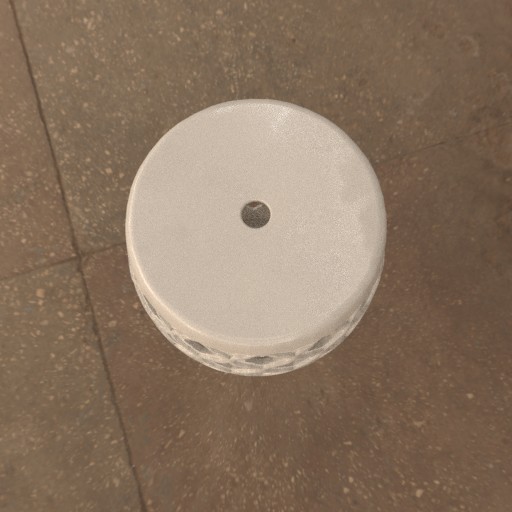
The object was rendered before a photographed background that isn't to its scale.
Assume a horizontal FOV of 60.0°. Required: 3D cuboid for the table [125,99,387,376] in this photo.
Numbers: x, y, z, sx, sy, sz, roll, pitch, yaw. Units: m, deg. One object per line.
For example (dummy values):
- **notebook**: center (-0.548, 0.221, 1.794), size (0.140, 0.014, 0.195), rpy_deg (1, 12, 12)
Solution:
- **table**: center (0.000, 0.000, 0.627), size (0.325, 0.388, 0.325), rpy_deg (0, 78, 0)
